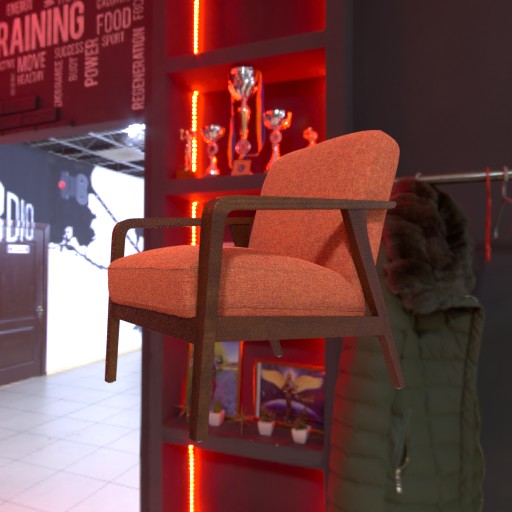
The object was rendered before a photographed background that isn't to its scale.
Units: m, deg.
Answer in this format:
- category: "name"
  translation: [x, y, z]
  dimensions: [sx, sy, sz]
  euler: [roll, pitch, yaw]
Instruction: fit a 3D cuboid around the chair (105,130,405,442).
- category: "chair"
  translation: [0.000, 0.000, 1.543]
  dimensions: [0.860, 0.890, 0.719]
  euler: [1, -1, -36]
